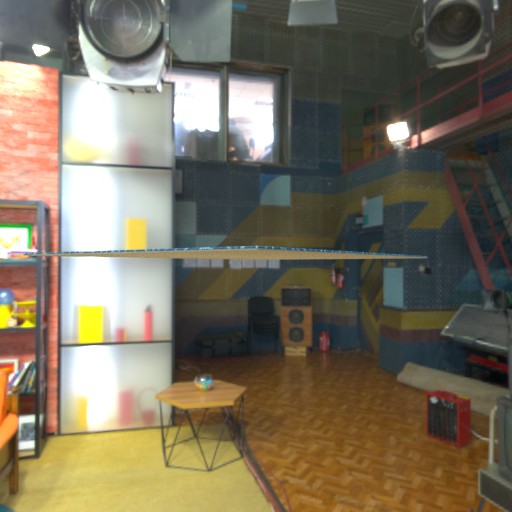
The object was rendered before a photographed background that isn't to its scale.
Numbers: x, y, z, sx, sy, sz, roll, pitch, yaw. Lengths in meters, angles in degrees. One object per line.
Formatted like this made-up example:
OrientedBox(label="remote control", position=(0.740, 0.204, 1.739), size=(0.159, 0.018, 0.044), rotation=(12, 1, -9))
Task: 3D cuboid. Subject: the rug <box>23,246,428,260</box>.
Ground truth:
OrientedBox(label="rug", position=(0.000, 0.000, 2.802), size=(1.543, 0.015, 2.144), rotation=(-1, -1, 36))
